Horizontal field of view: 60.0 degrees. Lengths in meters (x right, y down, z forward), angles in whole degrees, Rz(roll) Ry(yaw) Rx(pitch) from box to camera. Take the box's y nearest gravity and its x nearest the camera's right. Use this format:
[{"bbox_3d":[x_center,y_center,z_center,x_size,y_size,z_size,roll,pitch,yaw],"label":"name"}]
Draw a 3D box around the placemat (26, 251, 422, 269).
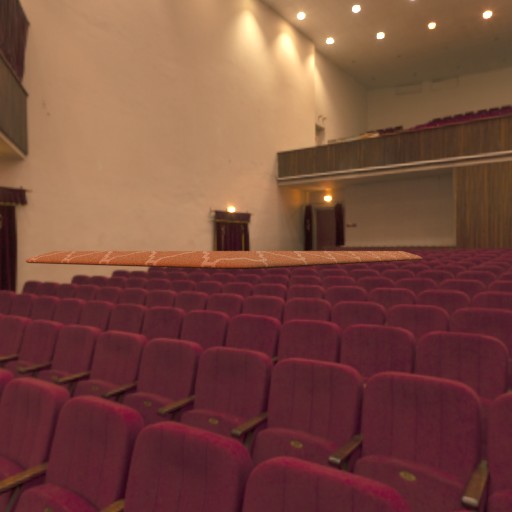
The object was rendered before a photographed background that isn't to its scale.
[{"bbox_3d":[0.000,0.000,0.956,0.508,0.021,0.762,0,1,36],"label":"placemat"}]
